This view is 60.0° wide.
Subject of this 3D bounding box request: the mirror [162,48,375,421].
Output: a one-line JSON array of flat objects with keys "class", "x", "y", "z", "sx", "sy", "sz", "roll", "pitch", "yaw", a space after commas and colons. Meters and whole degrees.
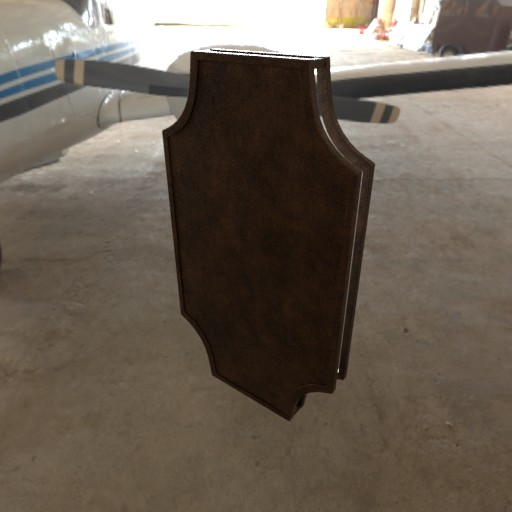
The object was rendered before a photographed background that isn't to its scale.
[{"class": "mirror", "x": 0.000, "y": 0.000, "z": 0.973, "sx": 0.462, "sy": 0.811, "sz": 0.066, "roll": 21, "pitch": 35, "yaw": 32}]
